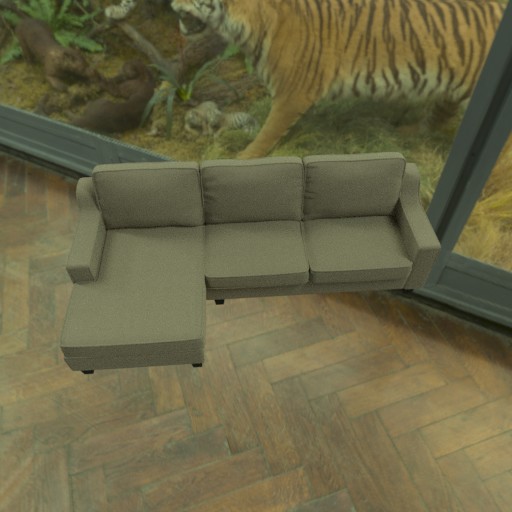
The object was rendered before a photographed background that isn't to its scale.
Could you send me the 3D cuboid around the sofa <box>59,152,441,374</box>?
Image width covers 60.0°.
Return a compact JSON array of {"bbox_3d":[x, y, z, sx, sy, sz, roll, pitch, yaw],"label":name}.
[{"bbox_3d":[0.000,0.000,3.166,2.561,0.928,1.294,-3,48,-3],"label":"sofa"}]
